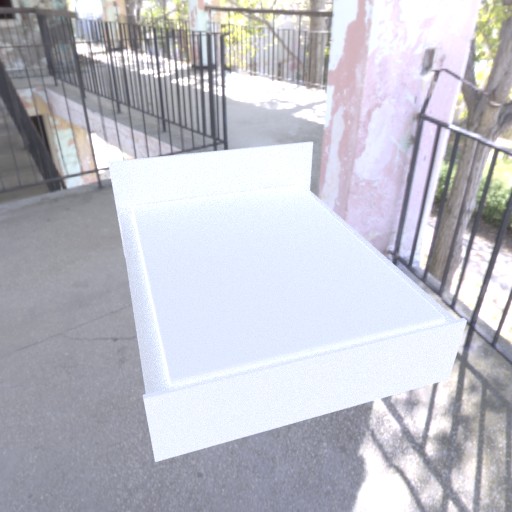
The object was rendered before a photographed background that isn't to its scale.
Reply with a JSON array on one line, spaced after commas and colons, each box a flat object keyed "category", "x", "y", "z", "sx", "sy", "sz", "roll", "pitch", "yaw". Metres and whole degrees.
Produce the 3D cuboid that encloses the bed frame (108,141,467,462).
[{"category": "bed frame", "x": 0.000, "y": 0.000, "z": 2.852, "sx": 1.622, "sy": 0.800, "sz": 1.960, "roll": -10, "pitch": 32, "yaw": -16}]
